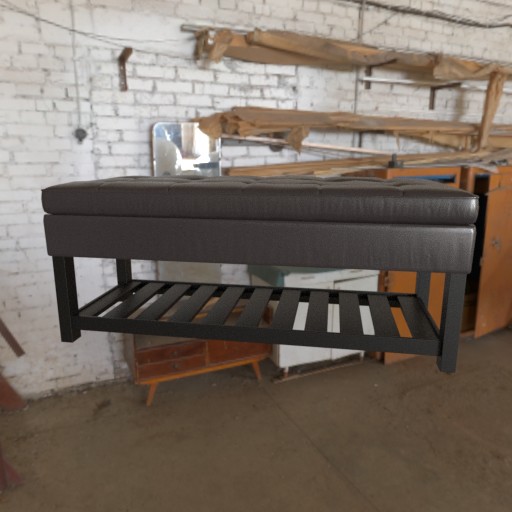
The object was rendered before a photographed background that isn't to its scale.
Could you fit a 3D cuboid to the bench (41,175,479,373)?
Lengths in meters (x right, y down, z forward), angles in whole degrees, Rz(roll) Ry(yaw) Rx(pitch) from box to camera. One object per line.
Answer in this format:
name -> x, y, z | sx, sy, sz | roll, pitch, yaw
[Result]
bench -> 0.000, 0.000, 1.332 | 1.105, 0.460, 0.432 | 2, 14, 10
